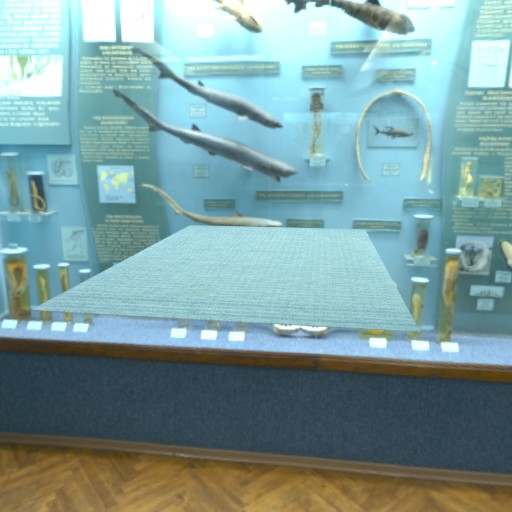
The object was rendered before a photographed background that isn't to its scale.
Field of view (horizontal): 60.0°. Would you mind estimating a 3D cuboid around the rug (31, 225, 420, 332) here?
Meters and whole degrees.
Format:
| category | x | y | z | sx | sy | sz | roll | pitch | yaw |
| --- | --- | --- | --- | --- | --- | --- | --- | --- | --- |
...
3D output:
| category | x | y | z | sx | sy | sz | roll | pitch | yaw |
| --- | --- | --- | --- | --- | --- | --- | --- | --- | --- |
| rug | 0.000 | 0.000 | 3.605 | 1.982 | 0.006 | 2.895 | 2 | 13 | 8 |
